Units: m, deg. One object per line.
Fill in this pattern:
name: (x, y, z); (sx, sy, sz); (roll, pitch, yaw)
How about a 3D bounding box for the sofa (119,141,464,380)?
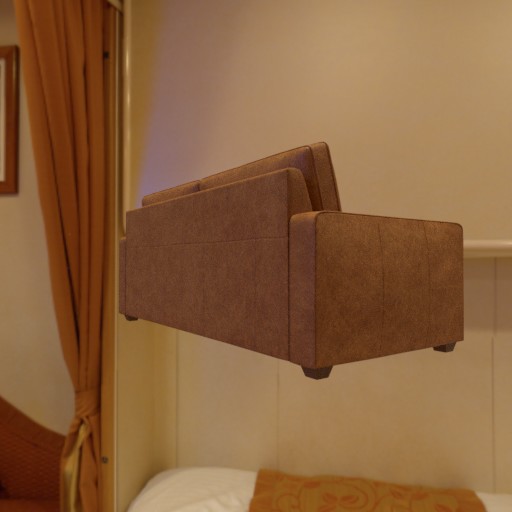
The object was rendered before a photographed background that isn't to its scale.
sofa: (0.000, 0.000, 2.696); (0.991, 0.928, 2.156); (1, -1, -36)
